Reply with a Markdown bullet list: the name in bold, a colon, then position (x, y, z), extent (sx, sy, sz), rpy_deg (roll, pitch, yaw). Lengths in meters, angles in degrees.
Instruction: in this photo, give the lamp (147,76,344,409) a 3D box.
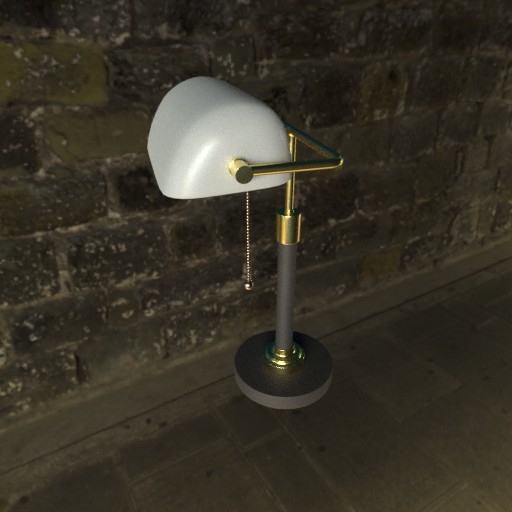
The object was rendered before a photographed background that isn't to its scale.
- **lamp**: position (0.000, 0.000, 0.552), extent (0.227, 0.404, 0.269), rpy_deg (-8, 30, -14)
